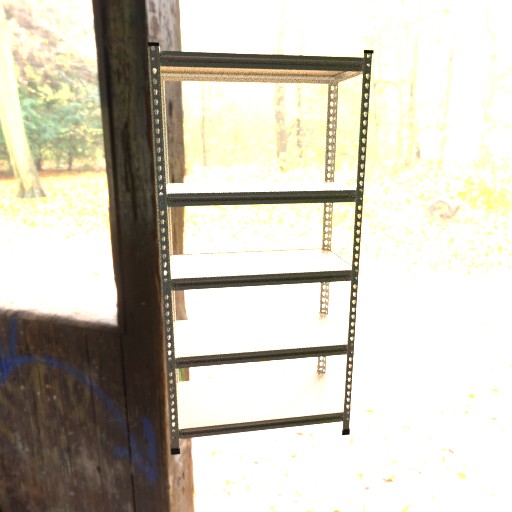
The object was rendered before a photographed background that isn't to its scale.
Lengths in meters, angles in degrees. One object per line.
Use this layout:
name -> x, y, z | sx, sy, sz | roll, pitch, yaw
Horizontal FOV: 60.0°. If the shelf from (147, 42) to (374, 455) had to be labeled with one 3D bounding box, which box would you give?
shelf -> 0.000, 0.000, 2.197 | 0.914, 1.829, 0.457 | -2, 15, -9
